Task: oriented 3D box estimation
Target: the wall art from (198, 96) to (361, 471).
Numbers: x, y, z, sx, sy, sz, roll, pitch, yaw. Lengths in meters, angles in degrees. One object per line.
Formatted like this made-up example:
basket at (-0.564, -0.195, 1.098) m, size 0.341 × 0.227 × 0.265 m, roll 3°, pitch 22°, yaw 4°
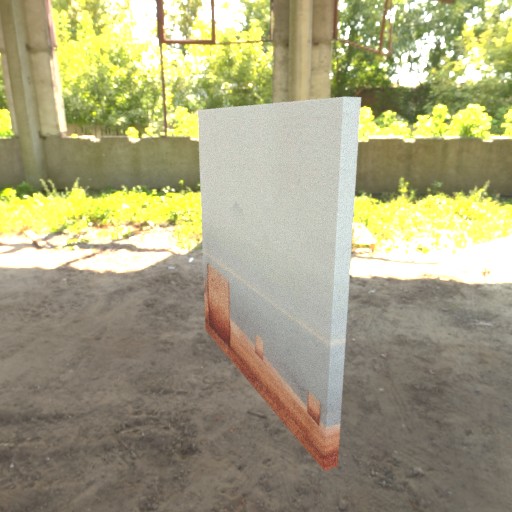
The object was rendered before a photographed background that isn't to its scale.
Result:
wall art at (0.000, 0.000, 0.630) m, size 0.023 × 0.405 × 0.405 m, roll -8°, pitch 18°, yaw -25°
